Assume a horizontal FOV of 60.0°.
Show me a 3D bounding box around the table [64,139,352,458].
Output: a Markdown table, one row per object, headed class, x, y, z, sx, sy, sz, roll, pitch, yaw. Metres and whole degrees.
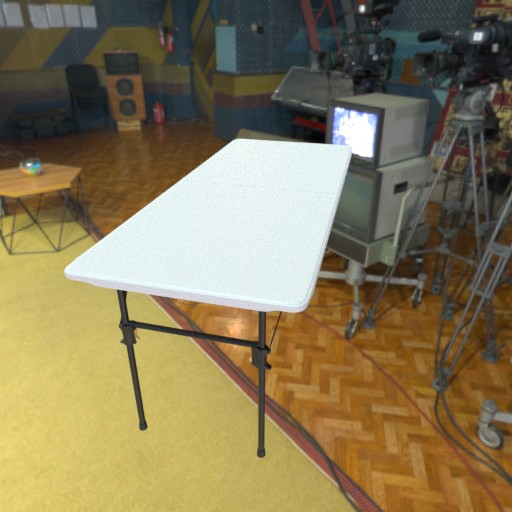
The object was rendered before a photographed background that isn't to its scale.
| class | x | y | z | sx | sy | sz | roll | pitch | yaw |
| --- | --- | --- | --- | --- | --- | --- | --- | --- | --- |
| table | 0.000 | 0.000 | 2.205 | 0.761 | 0.719 | 1.829 | 7 | 28 | 13 |
